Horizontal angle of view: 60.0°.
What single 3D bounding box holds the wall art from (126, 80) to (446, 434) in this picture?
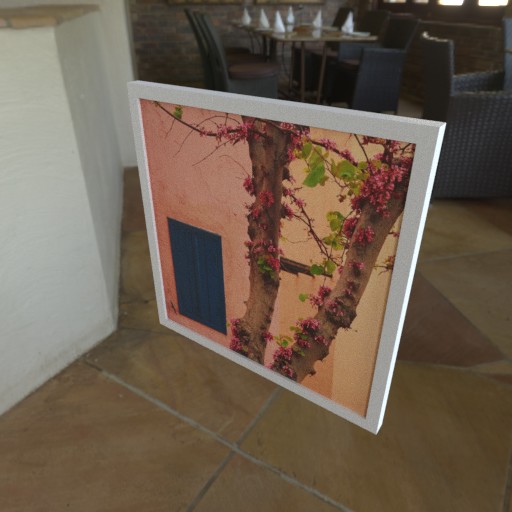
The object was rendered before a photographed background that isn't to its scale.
[{"bbox_3d":[0.000,0.000,1.120,0.762,0.762,0.038,20,36,30],"label":"wall art"}]
